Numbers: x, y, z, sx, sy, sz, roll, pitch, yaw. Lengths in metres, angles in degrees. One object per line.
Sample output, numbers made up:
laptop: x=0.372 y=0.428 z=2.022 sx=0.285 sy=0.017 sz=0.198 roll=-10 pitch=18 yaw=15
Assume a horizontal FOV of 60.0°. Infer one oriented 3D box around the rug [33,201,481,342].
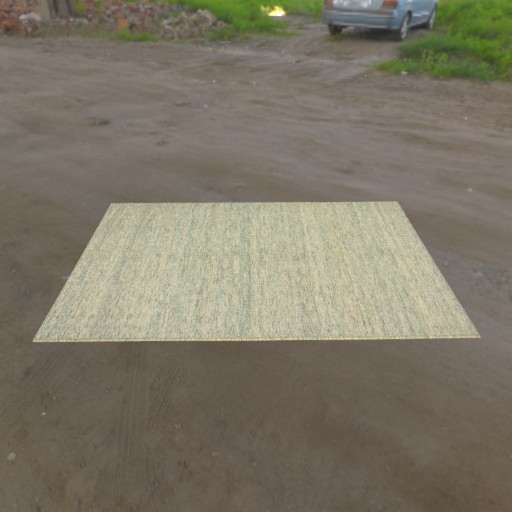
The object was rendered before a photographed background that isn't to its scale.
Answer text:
rug: x=0.000 y=0.000 z=2.349 sx=1.850 sy=0.015 sz=1.250 roll=0 pitch=34 yaw=-1
